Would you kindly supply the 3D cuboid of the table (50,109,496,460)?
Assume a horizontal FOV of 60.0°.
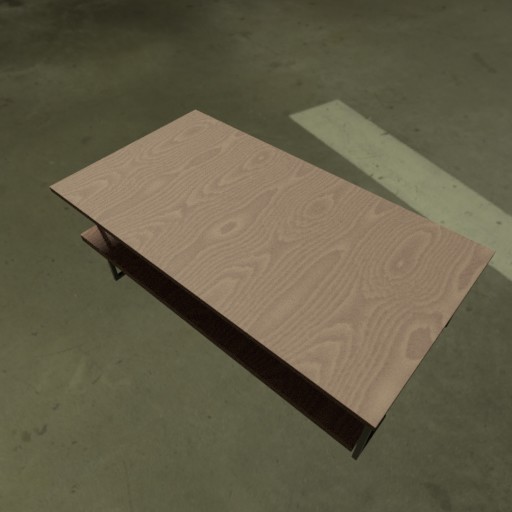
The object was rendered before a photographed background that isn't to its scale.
[{"bbox_3d":[0.000,0.000,1.455,1.197,0.347,0.651,32,55,27],"label":"table"}]
